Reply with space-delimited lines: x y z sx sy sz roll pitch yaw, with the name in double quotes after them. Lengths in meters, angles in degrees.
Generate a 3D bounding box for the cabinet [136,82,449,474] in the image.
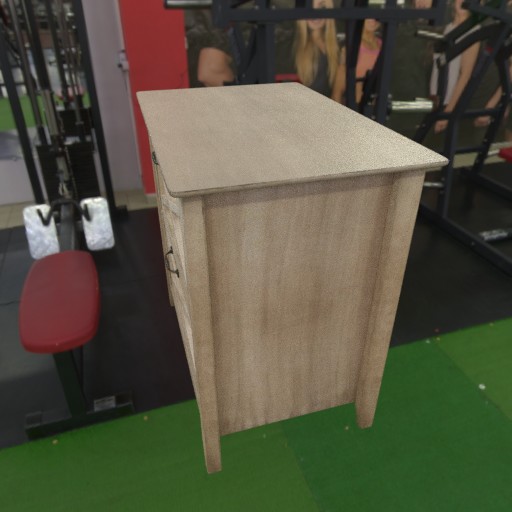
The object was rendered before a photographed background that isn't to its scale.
0.000 0.000 1.239 0.503 0.762 0.763 -9 33 -14 "cabinet"
